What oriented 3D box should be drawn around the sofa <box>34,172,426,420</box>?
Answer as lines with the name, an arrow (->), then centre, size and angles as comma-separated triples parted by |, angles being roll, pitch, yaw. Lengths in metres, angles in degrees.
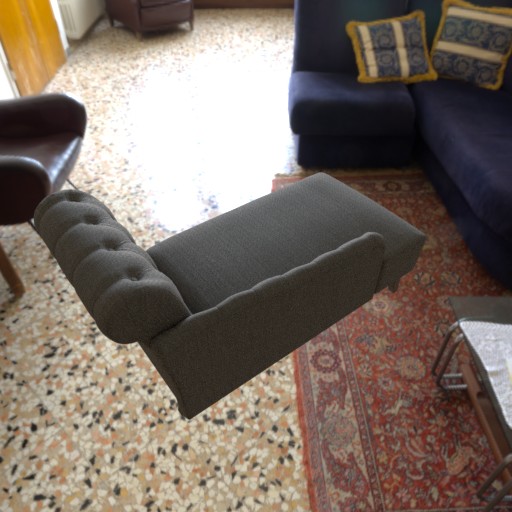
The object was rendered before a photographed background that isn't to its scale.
sofa -> 0.000, 0.000, 1.791 | 1.379, 0.787, 0.675 | -27, 49, -27
